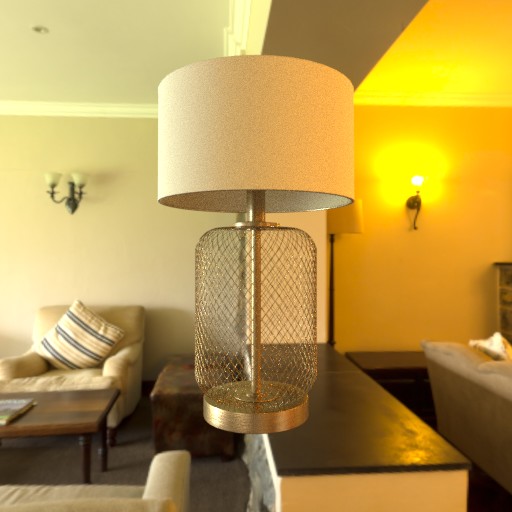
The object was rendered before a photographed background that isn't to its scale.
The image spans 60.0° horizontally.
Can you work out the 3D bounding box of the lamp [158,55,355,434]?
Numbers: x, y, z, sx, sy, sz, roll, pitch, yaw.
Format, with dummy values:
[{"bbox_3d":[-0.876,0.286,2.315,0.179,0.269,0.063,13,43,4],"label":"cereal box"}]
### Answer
[{"bbox_3d":[0.000,0.000,0.813,0.353,0.578,0.353,0,0,0],"label":"lamp"}]
